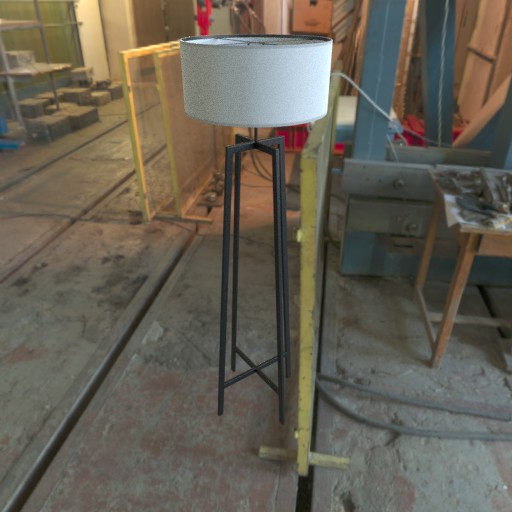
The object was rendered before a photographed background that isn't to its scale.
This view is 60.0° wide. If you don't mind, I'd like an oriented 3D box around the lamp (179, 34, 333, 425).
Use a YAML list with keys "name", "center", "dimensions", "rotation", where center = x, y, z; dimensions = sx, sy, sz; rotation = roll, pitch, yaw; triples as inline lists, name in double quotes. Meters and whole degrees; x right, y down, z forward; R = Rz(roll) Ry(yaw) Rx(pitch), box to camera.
- name: "lamp"
  center: [0.000, 0.000, 1.714]
  dimensions: [0.457, 1.510, 0.456]
  rotation: [-20, 35, -30]
